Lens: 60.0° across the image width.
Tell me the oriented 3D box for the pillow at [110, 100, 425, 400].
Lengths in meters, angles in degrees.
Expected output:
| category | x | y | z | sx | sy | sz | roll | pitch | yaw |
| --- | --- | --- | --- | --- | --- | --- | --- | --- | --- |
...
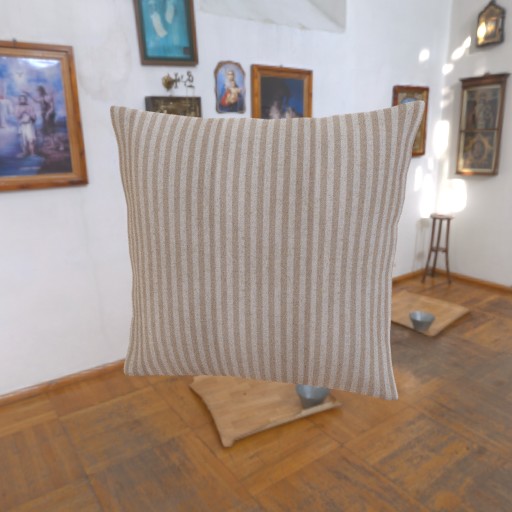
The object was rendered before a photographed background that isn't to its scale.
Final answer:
| category | x | y | z | sx | sy | sz | roll | pitch | yaw |
| --- | --- | --- | --- | --- | --- | --- | --- | --- | --- |
| pillow | 0.000 | 0.000 | 0.778 | 0.523 | 0.510 | 0.166 | 2 | 14 | 9 |
